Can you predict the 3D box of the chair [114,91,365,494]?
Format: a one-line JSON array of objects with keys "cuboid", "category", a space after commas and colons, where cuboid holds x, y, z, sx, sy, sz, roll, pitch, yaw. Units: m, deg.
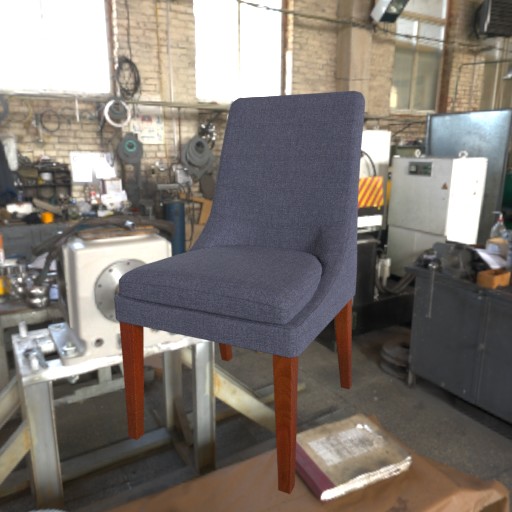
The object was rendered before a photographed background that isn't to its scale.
[{"cuboid": [0.000, 0.000, 1.291, 0.508, 0.952, 0.655, 6, 15, 25], "category": "chair"}]
